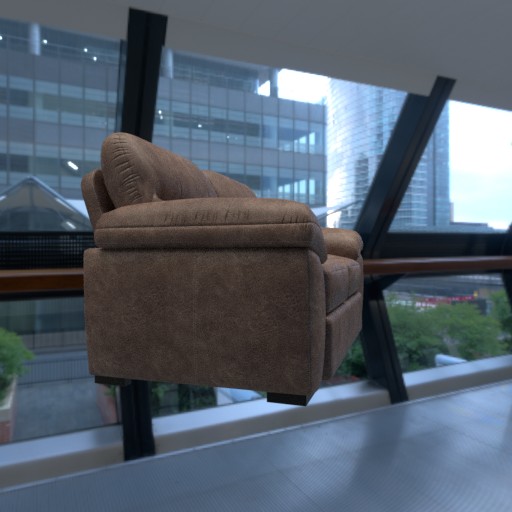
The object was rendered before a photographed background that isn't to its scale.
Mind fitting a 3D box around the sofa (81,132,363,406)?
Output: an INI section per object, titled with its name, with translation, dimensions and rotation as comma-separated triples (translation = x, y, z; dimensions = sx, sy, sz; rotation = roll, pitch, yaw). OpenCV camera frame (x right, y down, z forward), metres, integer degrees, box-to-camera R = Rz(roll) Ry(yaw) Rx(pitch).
[sofa]
translation = 0.000, 0.000, 2.329
dimensions = 0.991, 0.991, 1.753
rotation = 0, 0, 19
